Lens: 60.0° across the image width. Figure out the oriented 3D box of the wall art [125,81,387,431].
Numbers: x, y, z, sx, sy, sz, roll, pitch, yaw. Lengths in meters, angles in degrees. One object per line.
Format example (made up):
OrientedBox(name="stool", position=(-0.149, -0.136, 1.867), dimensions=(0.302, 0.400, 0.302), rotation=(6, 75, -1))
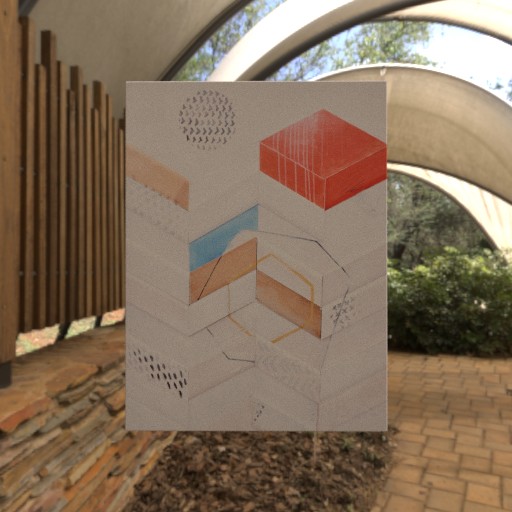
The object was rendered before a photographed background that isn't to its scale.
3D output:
OrientedBox(name="wall art", position=(0.000, 0.000, 1.304), dimensions=(0.759, 1.014, 0.045), rotation=(0, 0, 0))
